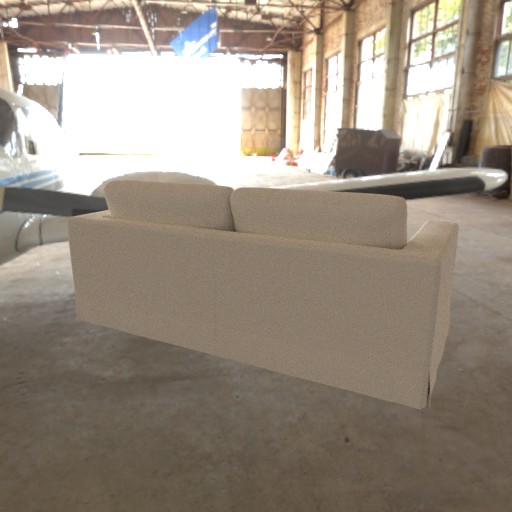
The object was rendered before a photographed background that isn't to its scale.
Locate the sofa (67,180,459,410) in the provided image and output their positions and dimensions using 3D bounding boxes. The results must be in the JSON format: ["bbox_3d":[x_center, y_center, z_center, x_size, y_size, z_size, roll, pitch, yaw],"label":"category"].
[{"bbox_3d":[0.000,0.000,2.668,2.163,0.881,0.954,8,17,27],"label":"sofa"}]
